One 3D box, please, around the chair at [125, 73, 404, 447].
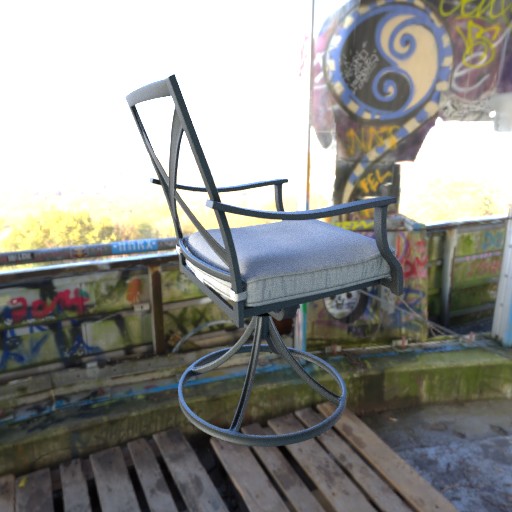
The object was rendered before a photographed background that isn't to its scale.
[{"bbox_3d":[0.000,0.000,1.269,0.620,0.889,0.575,-7,17,-24],"label":"chair"}]
